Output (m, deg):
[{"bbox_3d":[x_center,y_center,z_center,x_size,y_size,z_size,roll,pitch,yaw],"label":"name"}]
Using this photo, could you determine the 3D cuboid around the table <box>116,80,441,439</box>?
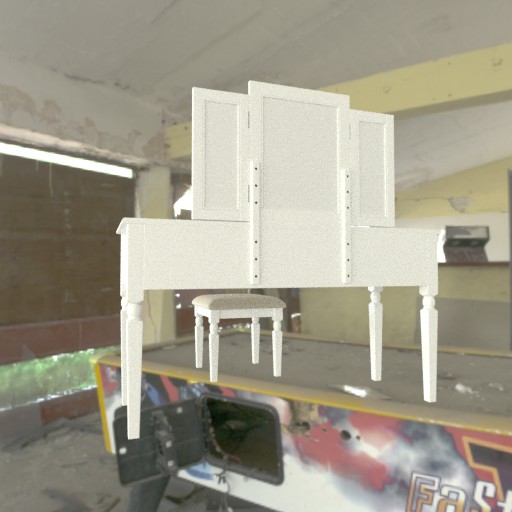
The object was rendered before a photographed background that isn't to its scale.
[{"bbox_3d":[0.000,0.000,2.263,1.369,1.310,1.115,1,-2,-20],"label":"table"}]
